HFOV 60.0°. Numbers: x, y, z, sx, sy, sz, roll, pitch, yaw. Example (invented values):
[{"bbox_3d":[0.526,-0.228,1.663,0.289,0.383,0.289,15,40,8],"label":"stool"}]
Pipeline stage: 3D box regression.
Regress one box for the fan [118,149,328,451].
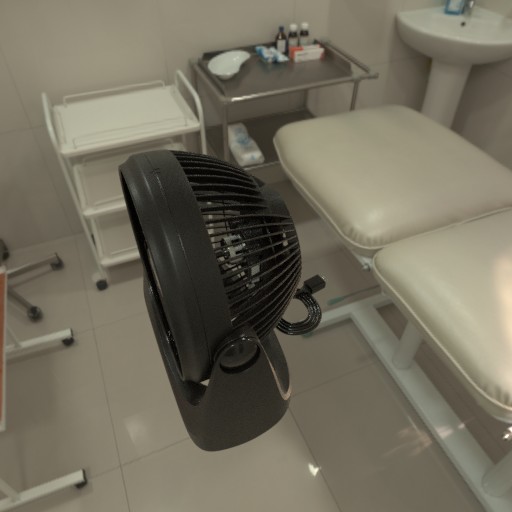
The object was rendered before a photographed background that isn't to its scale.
[{"bbox_3d":[0.000,0.000,0.499,0.256,0.277,0.273,-17,47,-16],"label":"fan"}]
